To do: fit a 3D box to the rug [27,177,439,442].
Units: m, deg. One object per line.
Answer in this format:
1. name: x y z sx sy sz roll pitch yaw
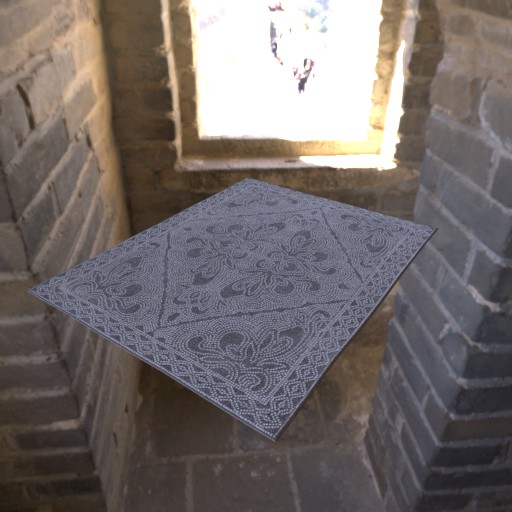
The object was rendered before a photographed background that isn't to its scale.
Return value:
1. rug: 0.000 0.000 4.057 2.438 0.012 3.048 21 37 30
